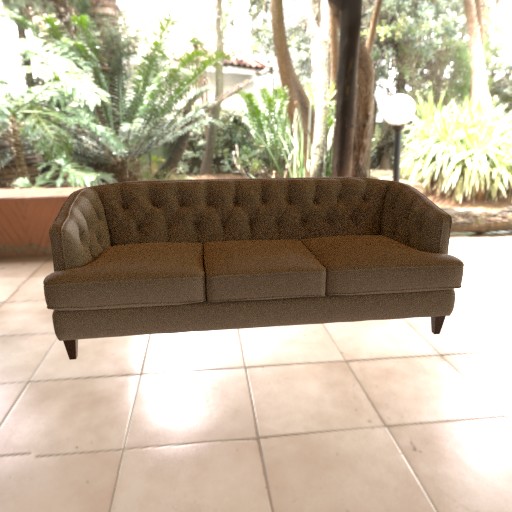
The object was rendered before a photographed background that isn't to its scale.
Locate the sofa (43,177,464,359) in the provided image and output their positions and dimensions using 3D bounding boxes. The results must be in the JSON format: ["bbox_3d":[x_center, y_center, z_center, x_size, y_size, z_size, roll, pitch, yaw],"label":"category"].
[{"bbox_3d":[0.000,0.000,2.761,2.278,0.855,0.941,-2,17,-8],"label":"sofa"}]
